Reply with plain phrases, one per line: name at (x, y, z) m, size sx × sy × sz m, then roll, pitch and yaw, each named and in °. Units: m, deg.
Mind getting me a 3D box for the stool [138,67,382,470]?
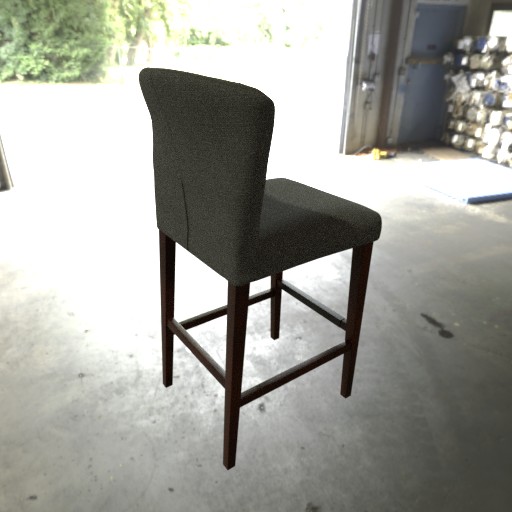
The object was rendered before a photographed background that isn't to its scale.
stool at (0.000, 0.000, 1.341) m, size 0.568 × 1.069 × 0.486 m, roll -17°, pitch 31°, yaw -31°
